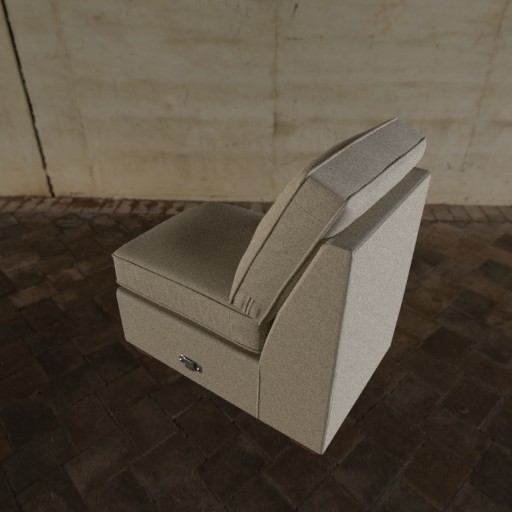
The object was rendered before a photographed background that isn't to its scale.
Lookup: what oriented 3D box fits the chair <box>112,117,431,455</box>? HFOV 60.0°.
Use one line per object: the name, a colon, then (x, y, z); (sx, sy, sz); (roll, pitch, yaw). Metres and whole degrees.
chair: (0.000, 0.000, 1.727); (1.020, 1.058, 0.674); (20, 37, 29)
